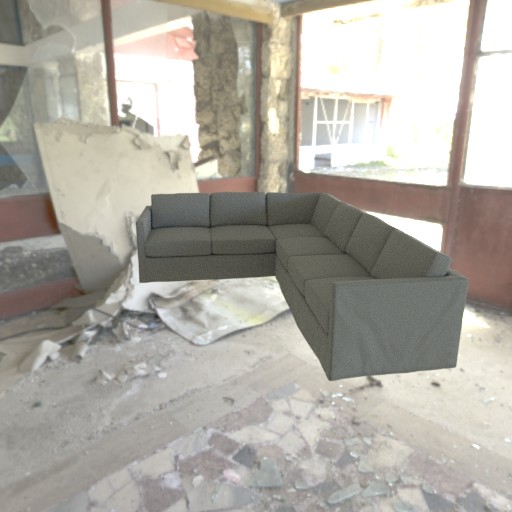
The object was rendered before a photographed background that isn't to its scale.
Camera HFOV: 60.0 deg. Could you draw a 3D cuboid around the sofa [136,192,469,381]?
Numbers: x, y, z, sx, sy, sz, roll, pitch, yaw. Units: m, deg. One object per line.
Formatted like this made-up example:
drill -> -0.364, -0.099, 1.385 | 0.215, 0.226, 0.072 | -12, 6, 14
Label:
sofa -> 0.000, 0.000, 4.334 | 2.432, 0.871, 3.182 | -2, 16, -7
